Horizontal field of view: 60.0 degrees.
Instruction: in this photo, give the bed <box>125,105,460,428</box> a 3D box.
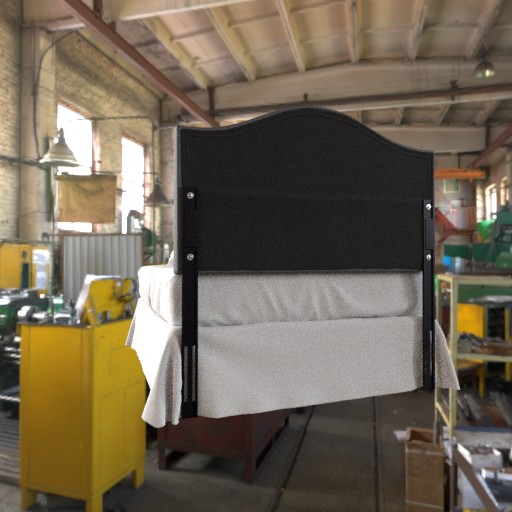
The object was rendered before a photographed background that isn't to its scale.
[{"bbox_3d":[0.000,0.000,3.407,1.876,1.645,2.221,0,-1,-19],"label":"bed"}]
